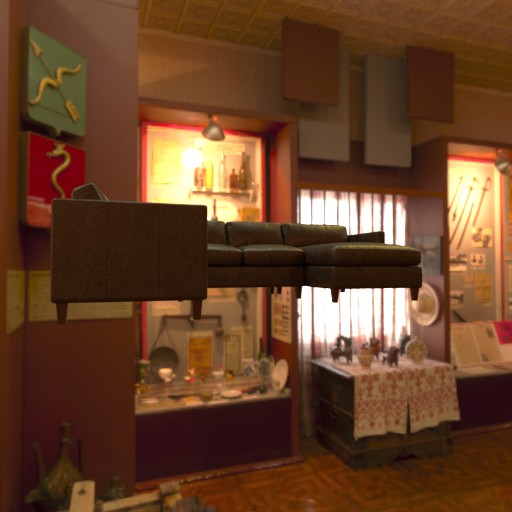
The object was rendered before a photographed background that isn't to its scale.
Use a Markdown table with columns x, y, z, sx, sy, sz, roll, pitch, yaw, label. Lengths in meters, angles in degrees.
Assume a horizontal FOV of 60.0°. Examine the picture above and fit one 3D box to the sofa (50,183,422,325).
| x | y | z | sx | sy | sz | roll | pitch | yaw | label |
| --- | --- | --- | --- | --- | --- | --- | --- | --- | --- |
| 0.000 | 0.000 | 4.253 | 3.324 | 0.891 | 2.452 | 0 | -1 | -18 | sofa |
